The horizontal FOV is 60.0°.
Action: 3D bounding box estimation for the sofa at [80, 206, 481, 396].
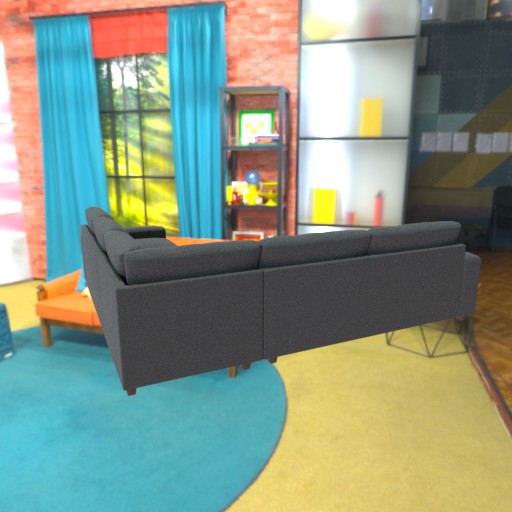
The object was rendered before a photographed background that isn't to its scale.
[{"bbox_3d":[0.000,0.000,4.730,3.277,0.965,2.895,-6,15,-25],"label":"sofa"}]
